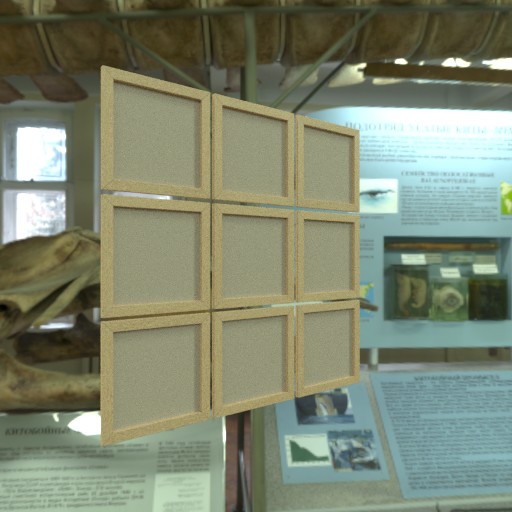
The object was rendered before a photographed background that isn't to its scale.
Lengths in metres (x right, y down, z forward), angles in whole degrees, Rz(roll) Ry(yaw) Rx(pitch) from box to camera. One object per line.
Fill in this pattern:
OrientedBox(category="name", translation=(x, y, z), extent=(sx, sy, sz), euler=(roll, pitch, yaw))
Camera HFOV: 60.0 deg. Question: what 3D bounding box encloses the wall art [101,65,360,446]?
OrientedBox(category="wall art", translation=(0.000, 0.000, 1.768), extent=(1.217, 1.207, 0.016), euler=(0, 0, -36))
